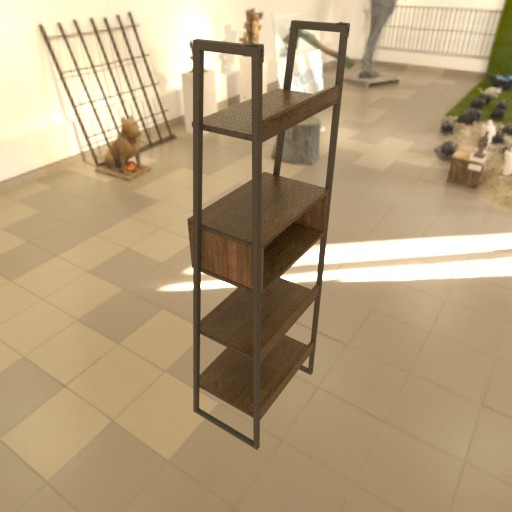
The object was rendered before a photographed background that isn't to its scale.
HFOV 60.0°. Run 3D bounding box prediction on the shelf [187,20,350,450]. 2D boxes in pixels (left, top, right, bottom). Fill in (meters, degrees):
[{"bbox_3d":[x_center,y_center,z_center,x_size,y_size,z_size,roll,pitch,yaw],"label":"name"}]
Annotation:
[{"bbox_3d":[0.000,0.000,2.169,0.454,2.005,0.652,20,39,27],"label":"shelf"}]
